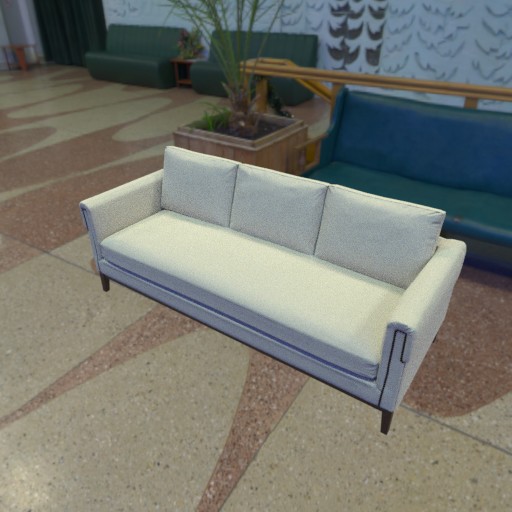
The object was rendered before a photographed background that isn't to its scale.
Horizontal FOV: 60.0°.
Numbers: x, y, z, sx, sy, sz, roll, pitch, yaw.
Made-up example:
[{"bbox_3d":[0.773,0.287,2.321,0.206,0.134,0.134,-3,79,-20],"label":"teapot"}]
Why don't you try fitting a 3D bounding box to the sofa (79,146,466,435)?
[{"bbox_3d":[0.000,0.000,2.736,2.198,0.911,0.902,20,36,29],"label":"sofa"}]
